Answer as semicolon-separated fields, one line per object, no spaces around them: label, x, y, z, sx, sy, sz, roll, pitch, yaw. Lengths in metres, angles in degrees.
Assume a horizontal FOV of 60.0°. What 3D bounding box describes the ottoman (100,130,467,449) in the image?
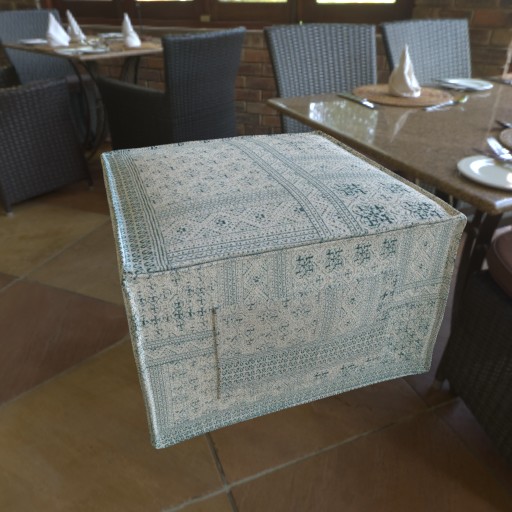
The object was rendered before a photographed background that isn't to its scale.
ottoman;0.000;0.000;1.040;0.617;0.439;0.626;-10;32;-17
